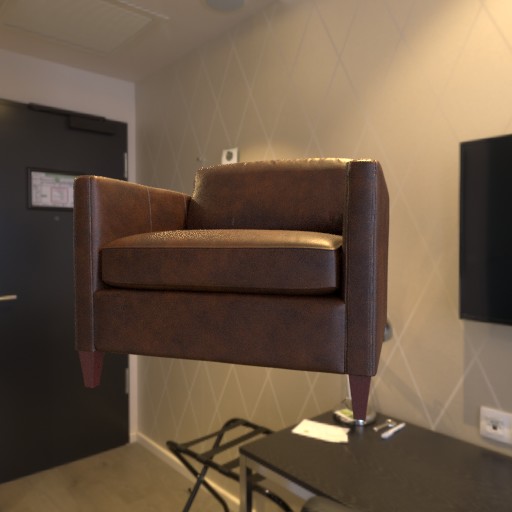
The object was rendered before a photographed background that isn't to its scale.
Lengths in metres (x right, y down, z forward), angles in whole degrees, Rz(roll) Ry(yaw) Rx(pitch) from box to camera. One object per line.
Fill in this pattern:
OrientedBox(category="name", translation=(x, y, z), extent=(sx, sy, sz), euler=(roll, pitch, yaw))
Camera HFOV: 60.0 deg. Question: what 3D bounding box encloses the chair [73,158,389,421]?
OrientedBox(category="chair", translation=(0.000, 0.000, 1.756), extent=(0.990, 0.864, 0.975), euler=(0, 2, 18))
